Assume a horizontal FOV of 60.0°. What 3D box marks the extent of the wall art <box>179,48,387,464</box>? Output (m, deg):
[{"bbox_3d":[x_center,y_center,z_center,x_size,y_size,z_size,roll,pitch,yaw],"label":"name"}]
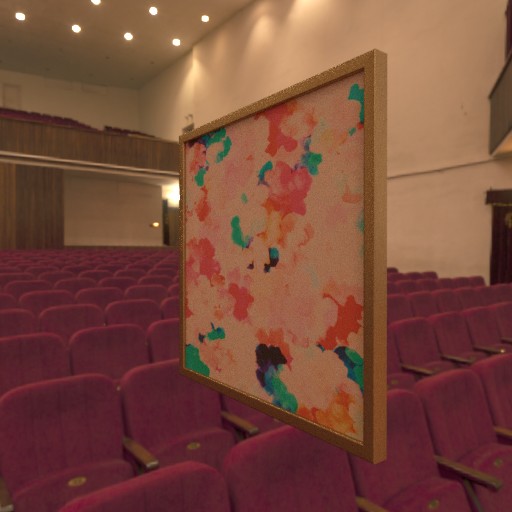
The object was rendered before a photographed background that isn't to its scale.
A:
[{"bbox_3d":[0.000,0.000,1.130,0.036,0.765,0.767,0,1,-37],"label":"wall art"}]
